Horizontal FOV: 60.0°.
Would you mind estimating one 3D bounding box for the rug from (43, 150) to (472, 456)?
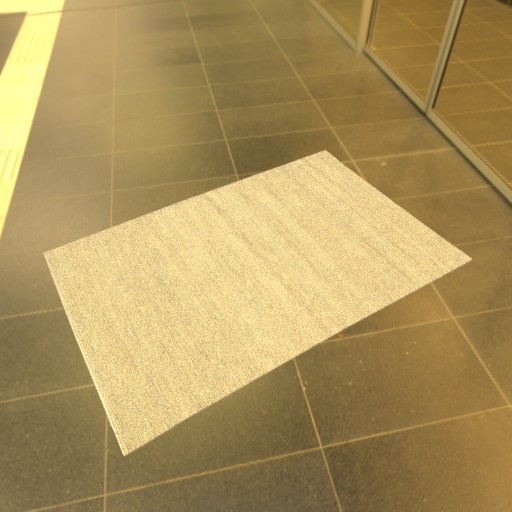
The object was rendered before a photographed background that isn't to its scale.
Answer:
[{"bbox_3d":[0.000,0.000,2.230,1.820,0.022,1.179,-24,50,-21],"label":"rug"}]
